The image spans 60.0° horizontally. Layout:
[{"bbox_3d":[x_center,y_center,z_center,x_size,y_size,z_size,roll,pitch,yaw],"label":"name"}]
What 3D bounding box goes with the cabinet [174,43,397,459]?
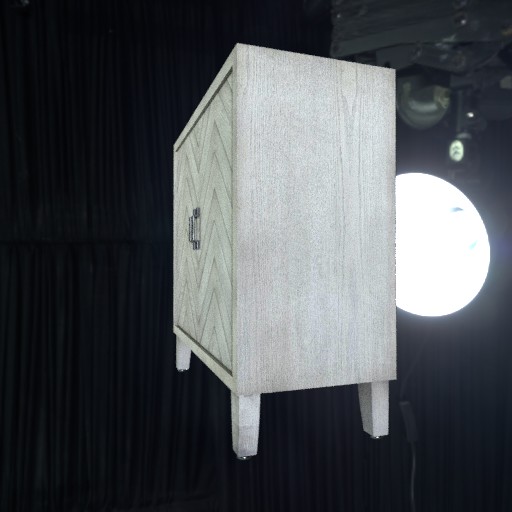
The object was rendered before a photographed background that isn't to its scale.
[{"bbox_3d":[0.000,0.000,1.250,0.370,0.787,0.781,0,-1,-19],"label":"cabinet"}]
